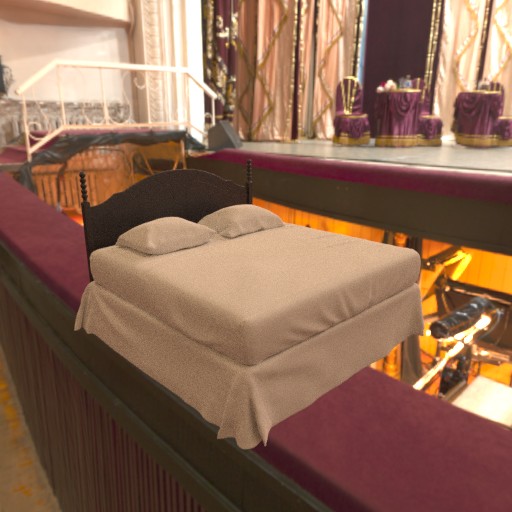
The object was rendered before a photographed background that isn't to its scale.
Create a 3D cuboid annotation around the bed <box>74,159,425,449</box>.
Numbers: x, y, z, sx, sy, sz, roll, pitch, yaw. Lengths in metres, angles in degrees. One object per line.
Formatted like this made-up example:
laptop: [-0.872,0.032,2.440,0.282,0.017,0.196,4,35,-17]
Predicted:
bed: [0.000,0.000,3.680,2.322,1.355,2.219,-16,23,-42]
